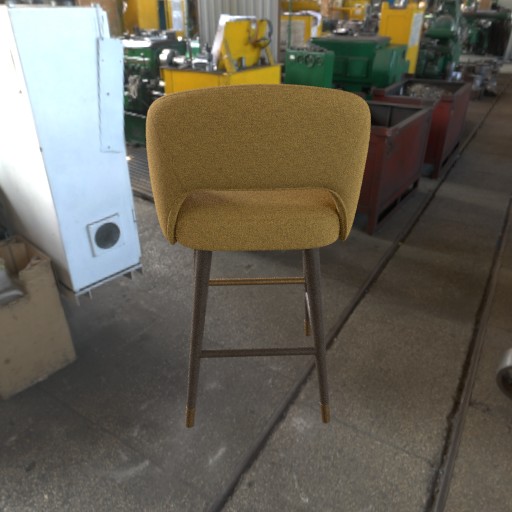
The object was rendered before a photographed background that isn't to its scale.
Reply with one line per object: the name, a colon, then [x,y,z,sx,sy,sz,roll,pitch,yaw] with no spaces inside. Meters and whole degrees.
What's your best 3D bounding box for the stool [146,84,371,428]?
stool: [0.000,0.000,1.304,0.536,1.032,0.522,-1,30,-2]
